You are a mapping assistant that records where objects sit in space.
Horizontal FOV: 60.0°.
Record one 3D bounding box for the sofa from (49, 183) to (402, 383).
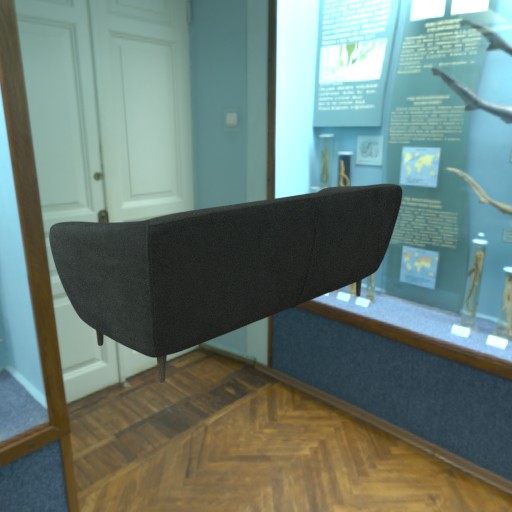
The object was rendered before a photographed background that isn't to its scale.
[{"bbox_3d":[0.000,0.000,2.844,2.296,0.875,0.956,-14,21,-42],"label":"sofa"}]
